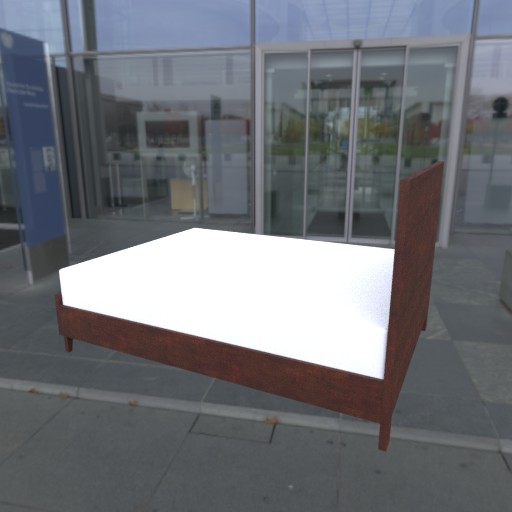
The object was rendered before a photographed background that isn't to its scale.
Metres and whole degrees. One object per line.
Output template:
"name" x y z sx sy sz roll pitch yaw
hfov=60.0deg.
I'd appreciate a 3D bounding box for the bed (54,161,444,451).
"bed" 0.000 0.000 3.095 2.184 1.270 1.600 7 17 26
